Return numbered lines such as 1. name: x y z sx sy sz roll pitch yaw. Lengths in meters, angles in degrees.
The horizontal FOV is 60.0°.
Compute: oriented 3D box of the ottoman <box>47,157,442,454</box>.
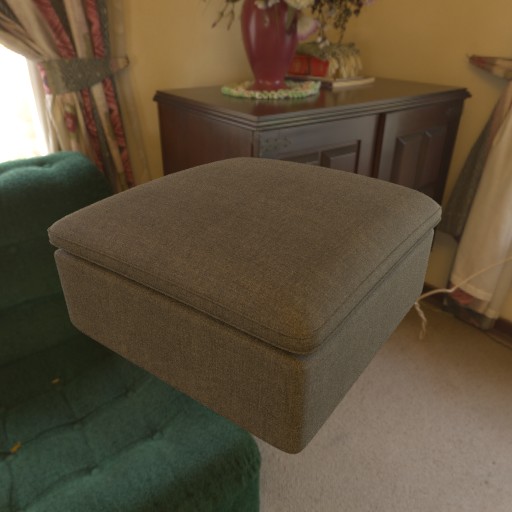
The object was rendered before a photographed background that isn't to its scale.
1. ottoman: 0.000 0.000 1.694 1.067 0.559 1.067 18 32 32
